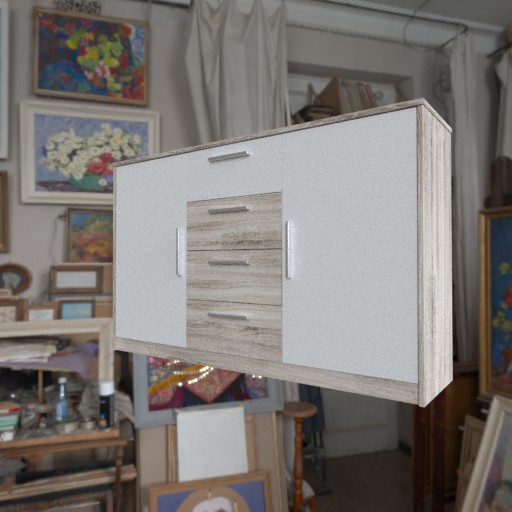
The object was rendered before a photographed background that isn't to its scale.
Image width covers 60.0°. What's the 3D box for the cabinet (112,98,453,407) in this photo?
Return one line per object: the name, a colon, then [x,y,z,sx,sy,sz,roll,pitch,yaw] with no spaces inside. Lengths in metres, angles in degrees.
cabinet: [0.000,0.000,1.845,1.450,0.900,0.380,-1,-1,36]
